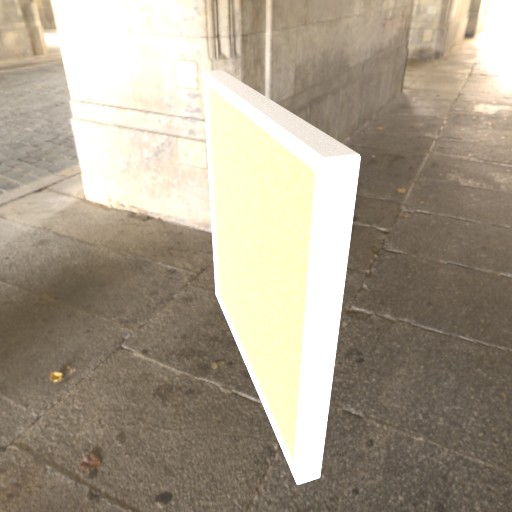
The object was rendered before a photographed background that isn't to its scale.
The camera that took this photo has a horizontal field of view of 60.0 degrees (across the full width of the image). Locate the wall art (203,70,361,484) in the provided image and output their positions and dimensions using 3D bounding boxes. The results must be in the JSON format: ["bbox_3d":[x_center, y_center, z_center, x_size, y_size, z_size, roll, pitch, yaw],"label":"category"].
[{"bbox_3d":[0.000,0.000,0.744,0.038,0.508,0.508,-10,33,-16],"label":"wall art"}]
